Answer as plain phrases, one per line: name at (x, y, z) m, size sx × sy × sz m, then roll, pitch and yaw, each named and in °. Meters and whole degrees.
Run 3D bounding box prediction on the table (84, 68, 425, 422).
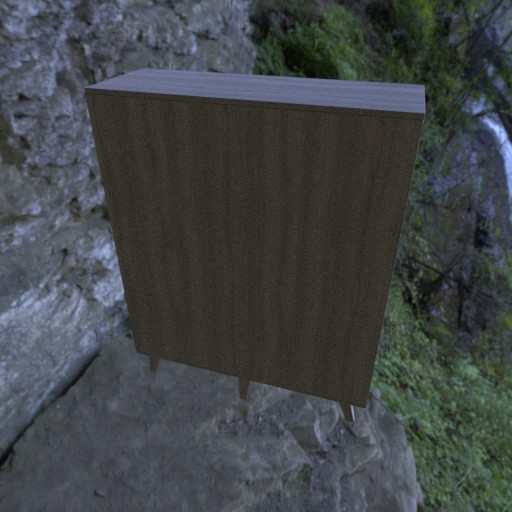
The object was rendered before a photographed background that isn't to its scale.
table at (0.000, 0.000, 1.904) m, size 1.111 × 1.388 × 0.398 m, roll 10°, pitch 34°, yaw 15°
